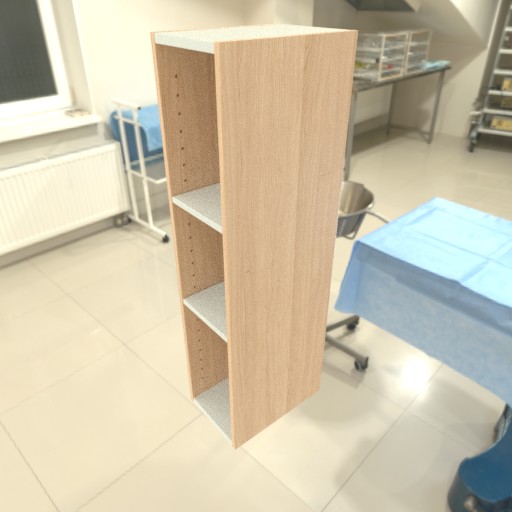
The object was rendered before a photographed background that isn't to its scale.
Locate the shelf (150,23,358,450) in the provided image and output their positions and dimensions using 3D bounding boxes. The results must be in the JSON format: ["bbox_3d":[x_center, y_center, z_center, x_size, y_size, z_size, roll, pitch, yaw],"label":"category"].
[{"bbox_3d":[0.000,0.000,0.971,0.290,0.882,0.197,-23,38,-33],"label":"shelf"}]
